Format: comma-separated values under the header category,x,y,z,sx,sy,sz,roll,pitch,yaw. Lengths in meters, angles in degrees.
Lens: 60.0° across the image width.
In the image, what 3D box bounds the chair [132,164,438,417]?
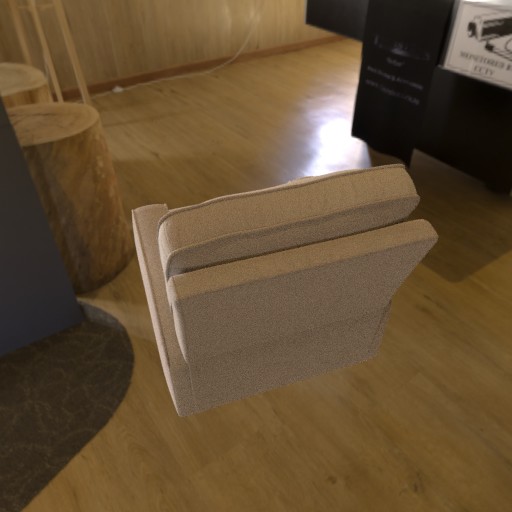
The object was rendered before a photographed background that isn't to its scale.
category,x,y,z,sx,sy,sz,roll,pitch,yaw
chair,0.000,0.000,1.703,0.861,0.964,0.969,-13,42,-14
